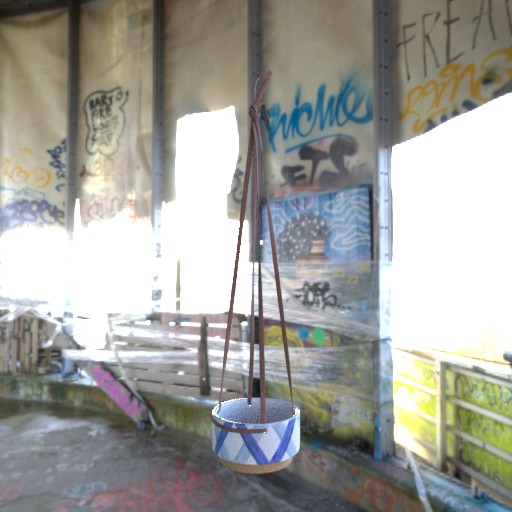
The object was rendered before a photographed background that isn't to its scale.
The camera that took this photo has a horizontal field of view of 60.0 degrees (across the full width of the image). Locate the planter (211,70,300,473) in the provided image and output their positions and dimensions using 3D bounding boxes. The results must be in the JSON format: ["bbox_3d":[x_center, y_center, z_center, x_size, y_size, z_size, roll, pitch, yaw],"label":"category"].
[{"bbox_3d":[0.000,0.000,0.837,0.166,0.751,0.166,1,-2,-16],"label":"planter"}]
